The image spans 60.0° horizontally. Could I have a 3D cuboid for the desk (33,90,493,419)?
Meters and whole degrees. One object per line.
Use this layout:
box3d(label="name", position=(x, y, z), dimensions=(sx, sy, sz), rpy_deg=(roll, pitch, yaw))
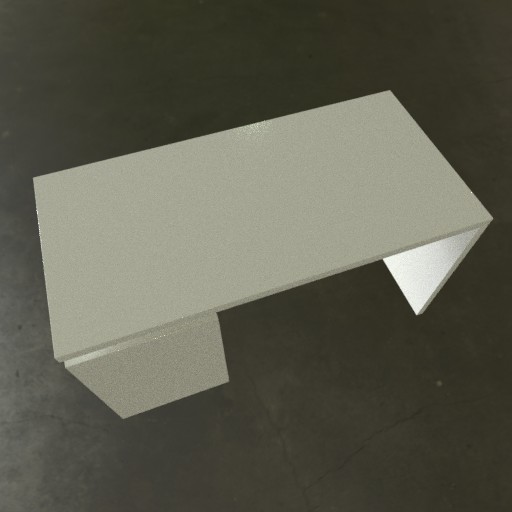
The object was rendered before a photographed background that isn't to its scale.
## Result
box3d(label="desk", position=(0.000, 0.000, 1.807), dimensions=(1.400, 0.740, 0.690), rpy_deg=(-17, 59, -10))
